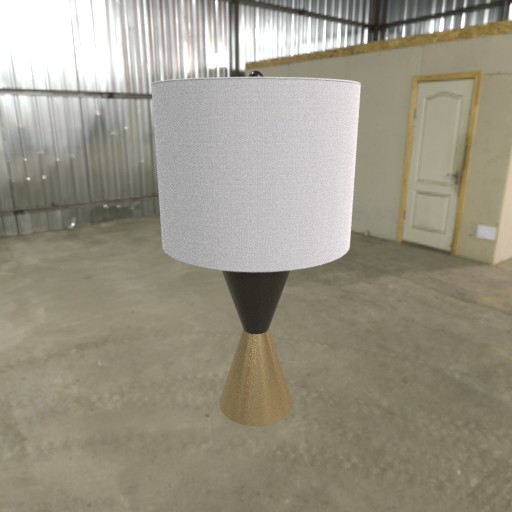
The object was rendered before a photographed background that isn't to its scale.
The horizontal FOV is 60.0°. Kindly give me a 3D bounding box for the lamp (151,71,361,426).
[{"bbox_3d":[0.000,0.000,0.741,0.304,0.573,0.304,-3,18,-8],"label":"lamp"}]
